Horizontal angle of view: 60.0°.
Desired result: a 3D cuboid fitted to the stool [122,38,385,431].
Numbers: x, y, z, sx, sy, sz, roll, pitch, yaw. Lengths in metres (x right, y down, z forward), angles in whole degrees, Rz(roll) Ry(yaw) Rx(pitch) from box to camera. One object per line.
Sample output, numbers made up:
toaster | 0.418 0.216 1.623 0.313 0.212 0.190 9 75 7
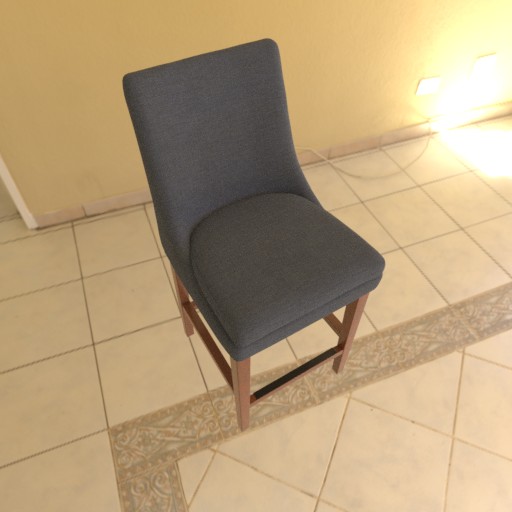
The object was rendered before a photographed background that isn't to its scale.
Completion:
stool | 0.000 0.000 1.295 0.470 0.981 0.577 -24 52 -20
